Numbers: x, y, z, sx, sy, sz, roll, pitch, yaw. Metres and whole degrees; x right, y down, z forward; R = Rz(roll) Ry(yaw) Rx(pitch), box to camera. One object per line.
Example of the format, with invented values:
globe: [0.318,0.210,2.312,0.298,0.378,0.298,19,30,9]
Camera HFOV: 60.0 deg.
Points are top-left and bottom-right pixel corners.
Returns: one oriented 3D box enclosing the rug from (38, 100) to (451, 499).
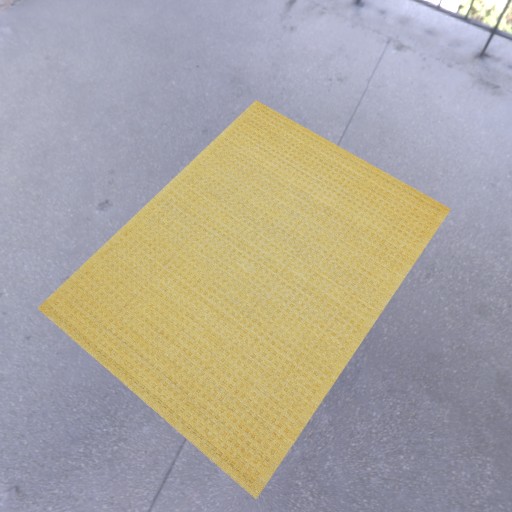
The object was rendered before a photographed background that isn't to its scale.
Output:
rug: [0.000,0.000,4.245,2.486,0.015,3.242,34,68,16]
